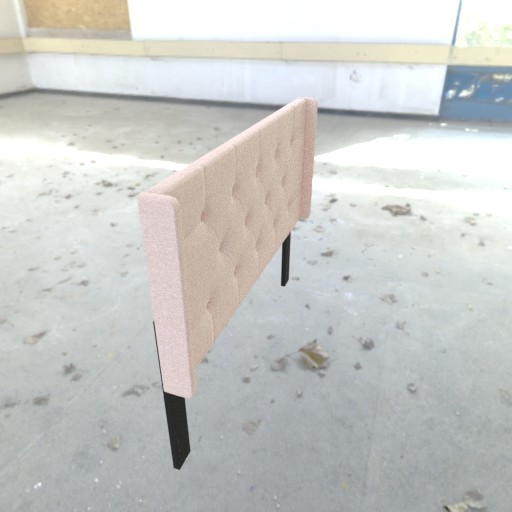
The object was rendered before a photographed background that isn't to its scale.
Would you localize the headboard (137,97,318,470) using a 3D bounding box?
[{"bbox_3d":[0.000,0.000,2.698,0.184,1.524,2.051,10,31,18],"label":"headboard"}]
